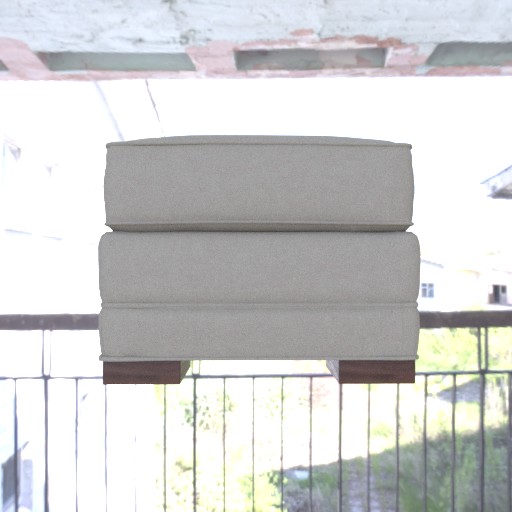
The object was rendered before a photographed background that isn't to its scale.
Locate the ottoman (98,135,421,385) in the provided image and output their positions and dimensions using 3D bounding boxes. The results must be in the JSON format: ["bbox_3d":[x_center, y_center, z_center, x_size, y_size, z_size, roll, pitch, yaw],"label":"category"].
[{"bbox_3d":[0.000,0.000,1.209,0.611,0.482,0.848,0,-1,-1],"label":"ottoman"}]
